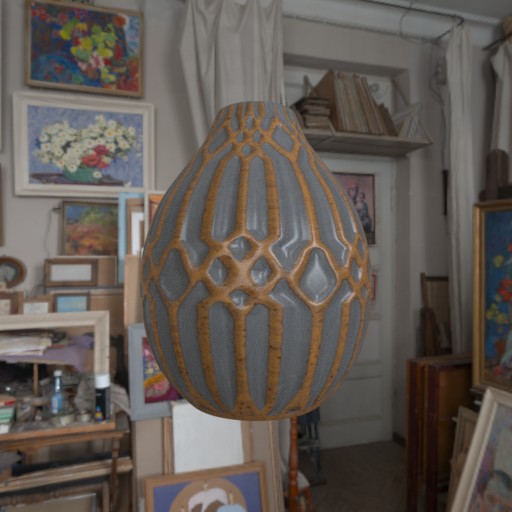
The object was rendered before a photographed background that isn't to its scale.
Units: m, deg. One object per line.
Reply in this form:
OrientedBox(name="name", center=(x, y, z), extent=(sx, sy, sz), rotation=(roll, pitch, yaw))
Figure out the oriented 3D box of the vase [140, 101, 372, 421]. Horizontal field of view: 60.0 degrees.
OrientedBox(name="vase", center=(0.000, 0.000, 0.136), extent=(0.069, 0.088, 0.069), rotation=(0, 0, 0))
